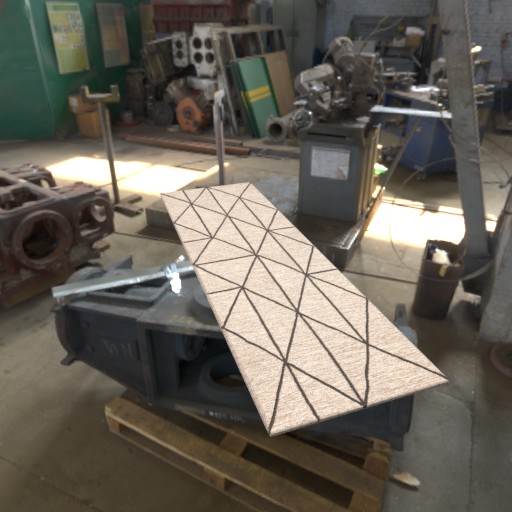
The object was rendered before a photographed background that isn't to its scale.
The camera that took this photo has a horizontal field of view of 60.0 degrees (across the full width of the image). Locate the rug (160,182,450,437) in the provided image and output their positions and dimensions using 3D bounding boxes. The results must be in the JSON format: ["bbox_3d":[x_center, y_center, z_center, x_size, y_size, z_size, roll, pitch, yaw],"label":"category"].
[{"bbox_3d":[0.000,0.000,2.640,0.762,0.012,2.438,-10,31,-17],"label":"rug"}]
